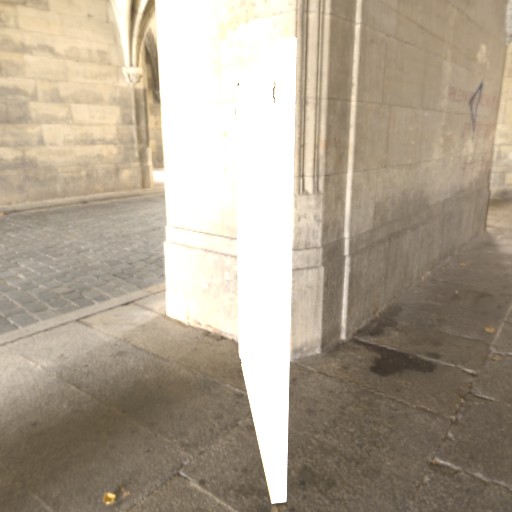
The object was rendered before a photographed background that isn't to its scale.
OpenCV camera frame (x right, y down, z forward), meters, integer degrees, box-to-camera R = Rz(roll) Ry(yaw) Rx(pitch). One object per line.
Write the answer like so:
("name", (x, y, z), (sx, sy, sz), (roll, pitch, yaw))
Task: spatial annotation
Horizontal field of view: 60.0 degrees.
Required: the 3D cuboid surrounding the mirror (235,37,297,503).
("mirror", (0.000, 0.000, 1.289), (0.040, 1.016, 0.762), (-2, 16, -8))
